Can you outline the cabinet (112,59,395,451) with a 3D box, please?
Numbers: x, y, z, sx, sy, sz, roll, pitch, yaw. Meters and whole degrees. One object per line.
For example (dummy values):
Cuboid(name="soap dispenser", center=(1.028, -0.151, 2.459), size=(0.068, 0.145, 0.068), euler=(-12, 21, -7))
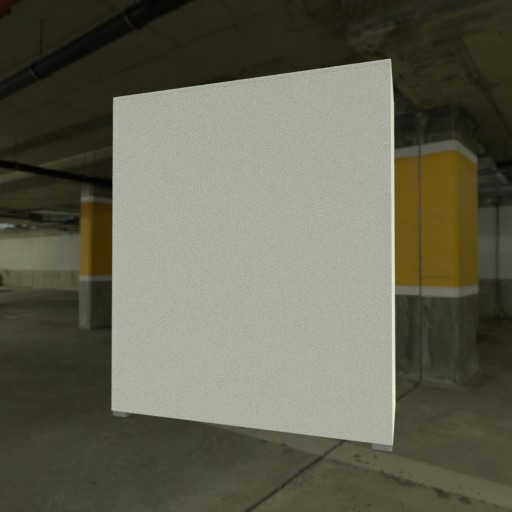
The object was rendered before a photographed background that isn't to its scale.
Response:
Cuboid(name="cabinet", center=(0.000, 0.000, 1.689), size=(1.000, 1.190, 0.400), euler=(0, -1, 19))
